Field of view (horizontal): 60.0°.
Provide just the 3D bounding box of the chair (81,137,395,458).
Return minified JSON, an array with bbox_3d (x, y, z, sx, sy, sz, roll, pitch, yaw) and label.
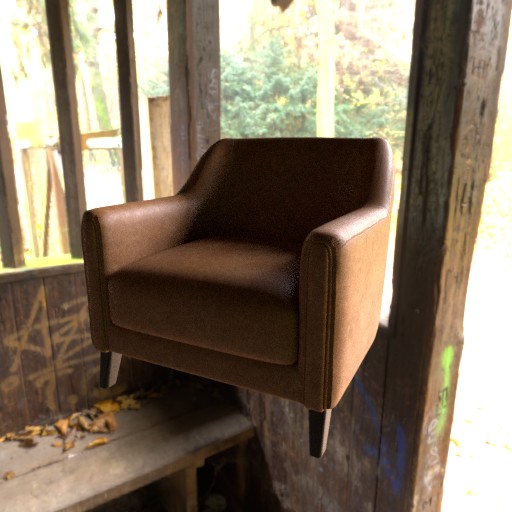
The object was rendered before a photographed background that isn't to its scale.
[{"bbox_3d":[0.000,0.000,1.874,1.037,0.980,1.034,7,16,26],"label":"chair"}]
